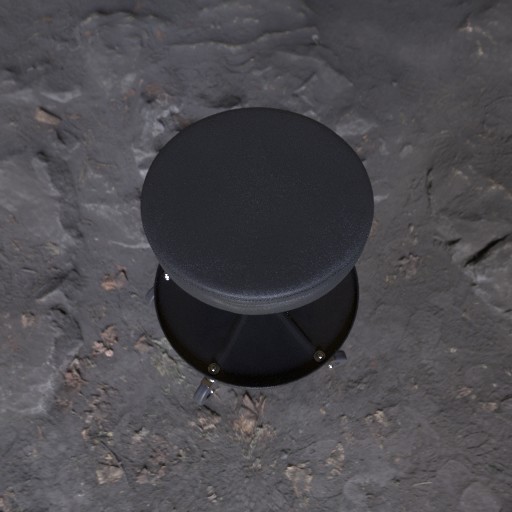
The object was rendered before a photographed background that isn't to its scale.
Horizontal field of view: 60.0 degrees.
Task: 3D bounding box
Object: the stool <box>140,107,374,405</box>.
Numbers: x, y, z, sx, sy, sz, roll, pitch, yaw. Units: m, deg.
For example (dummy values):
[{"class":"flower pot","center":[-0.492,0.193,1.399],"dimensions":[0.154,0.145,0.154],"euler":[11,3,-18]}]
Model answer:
[{"class":"stool","center":[0.000,0.000,0.679],"dimensions":[0.381,0.365,0.382],"euler":[-30,68,-14]}]
